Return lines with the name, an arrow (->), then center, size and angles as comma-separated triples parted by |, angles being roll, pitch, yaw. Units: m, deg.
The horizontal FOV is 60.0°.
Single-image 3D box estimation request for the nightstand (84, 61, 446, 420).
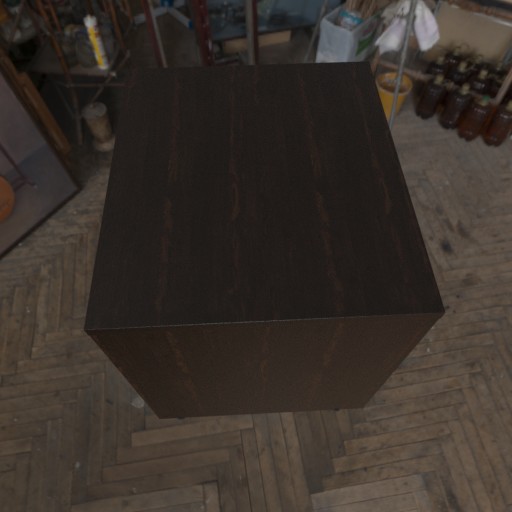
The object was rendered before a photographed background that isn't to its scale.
nightstand -> 0.000, 0.000, 0.856 | 0.427, 0.487, 0.489 | -2, 58, -2
